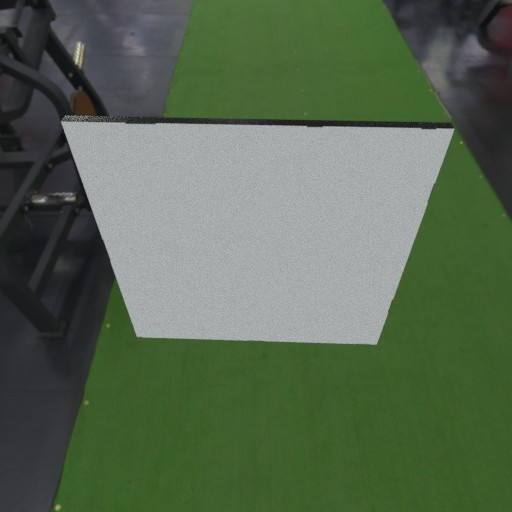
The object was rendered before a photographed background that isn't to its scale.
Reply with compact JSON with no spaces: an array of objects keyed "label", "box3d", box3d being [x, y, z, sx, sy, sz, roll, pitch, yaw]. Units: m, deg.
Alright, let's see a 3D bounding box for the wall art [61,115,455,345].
[{"label":"wall art","box3d":[0.000,0.000,0.667,0.446,0.445,0.014,2,47,1]}]
